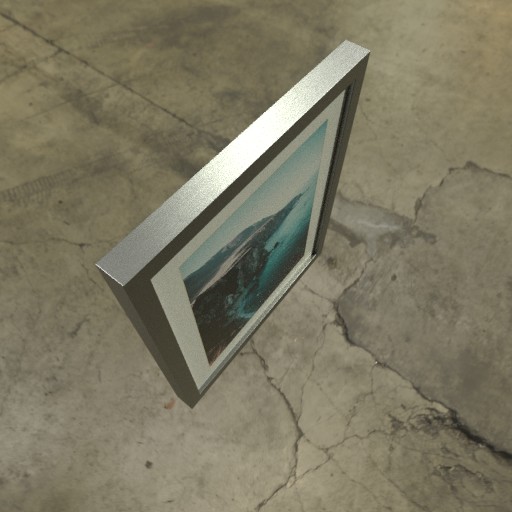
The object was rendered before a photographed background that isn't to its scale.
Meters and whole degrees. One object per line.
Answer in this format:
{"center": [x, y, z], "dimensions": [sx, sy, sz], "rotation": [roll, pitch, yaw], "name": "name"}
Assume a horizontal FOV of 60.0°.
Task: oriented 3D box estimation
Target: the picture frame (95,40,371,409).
{"center": [0.000, 0.000, 1.362], "dimensions": [0.073, 0.968, 0.839], "rotation": [34, 65, 19], "name": "picture frame"}
